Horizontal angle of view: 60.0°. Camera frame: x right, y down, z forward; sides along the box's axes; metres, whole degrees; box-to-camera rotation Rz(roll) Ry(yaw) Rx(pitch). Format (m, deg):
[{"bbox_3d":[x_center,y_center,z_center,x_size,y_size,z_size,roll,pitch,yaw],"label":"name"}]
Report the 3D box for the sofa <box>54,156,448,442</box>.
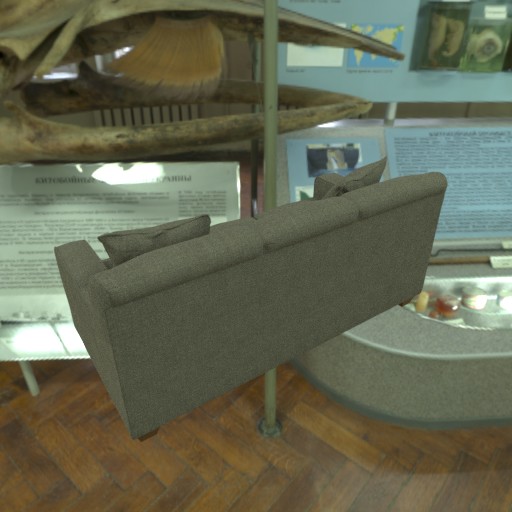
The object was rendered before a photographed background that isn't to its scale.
[{"bbox_3d":[0.000,0.000,2.592,2.024,0.958,0.997,-19,36,-29],"label":"sofa"}]
